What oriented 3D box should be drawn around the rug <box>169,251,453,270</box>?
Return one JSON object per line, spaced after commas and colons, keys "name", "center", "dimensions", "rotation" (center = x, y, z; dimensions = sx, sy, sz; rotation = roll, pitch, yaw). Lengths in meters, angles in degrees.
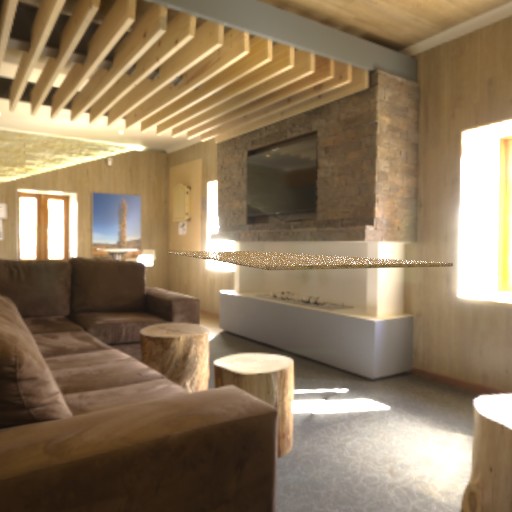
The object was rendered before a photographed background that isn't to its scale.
{"name": "rug", "center": [0.000, 0.000, 2.522], "dimensions": [0.700, 0.014, 2.290], "rotation": [-1, 2, -19]}
